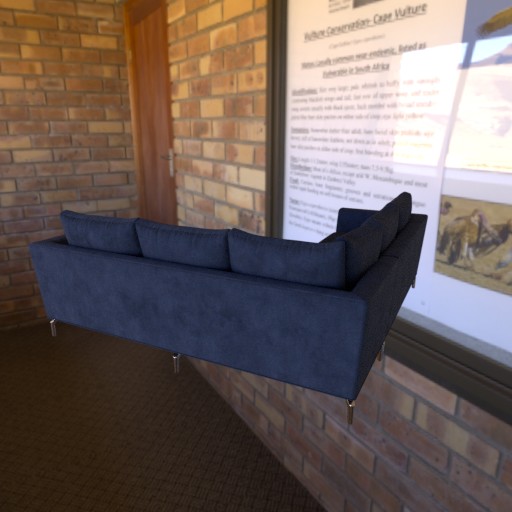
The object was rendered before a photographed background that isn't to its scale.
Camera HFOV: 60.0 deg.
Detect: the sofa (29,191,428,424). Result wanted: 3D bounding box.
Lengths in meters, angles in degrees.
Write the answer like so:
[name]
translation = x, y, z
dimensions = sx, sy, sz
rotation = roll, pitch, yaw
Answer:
[sofa]
translation = 0.000, 0.000, 3.801
dimensions = 2.463, 0.988, 2.472
rotation = 8, 18, 26
